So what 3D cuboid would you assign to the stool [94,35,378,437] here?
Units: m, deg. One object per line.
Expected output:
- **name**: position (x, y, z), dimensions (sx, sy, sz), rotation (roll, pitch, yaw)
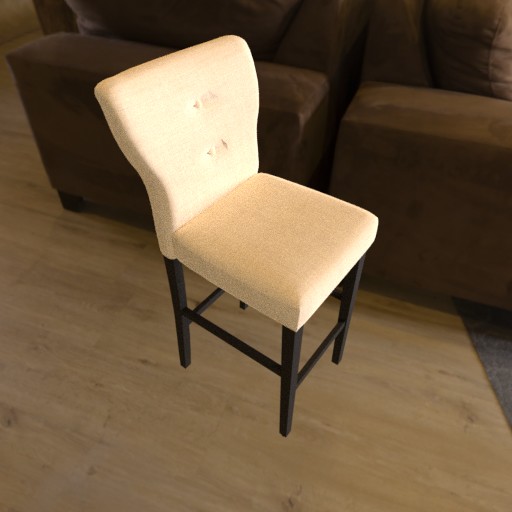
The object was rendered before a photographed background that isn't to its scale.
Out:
- **stool**: position (0.000, 0.000, 1.411), dimensions (0.603, 1.124, 0.516), rotation (27, 49, 26)
